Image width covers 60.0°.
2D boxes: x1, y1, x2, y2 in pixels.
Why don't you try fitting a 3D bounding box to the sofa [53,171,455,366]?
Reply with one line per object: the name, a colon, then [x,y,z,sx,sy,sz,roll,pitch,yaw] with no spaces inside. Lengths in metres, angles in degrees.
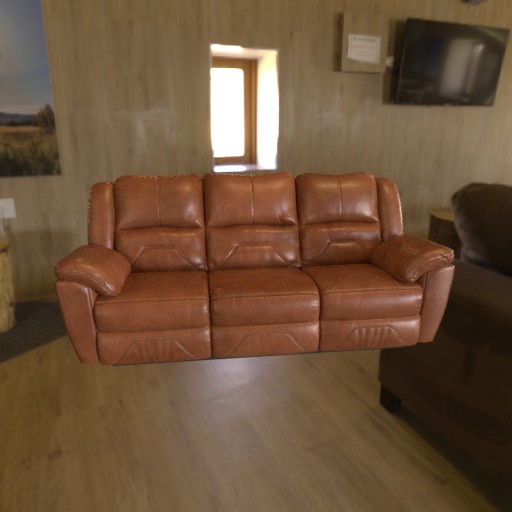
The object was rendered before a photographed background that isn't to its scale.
sofa: [0.000,0.000,2.966,2.337,1.043,0.991,-2,16,-7]
